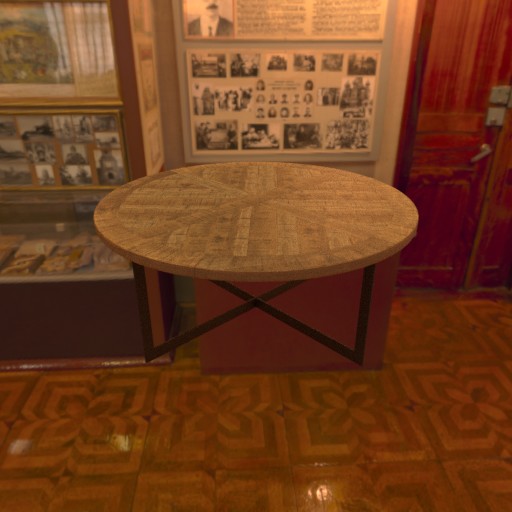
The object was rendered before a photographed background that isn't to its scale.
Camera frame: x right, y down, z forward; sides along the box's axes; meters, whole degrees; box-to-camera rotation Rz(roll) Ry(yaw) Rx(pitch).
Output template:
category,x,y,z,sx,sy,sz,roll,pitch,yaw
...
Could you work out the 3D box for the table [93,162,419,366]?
category,x,y,z,sx,sy,sz,roll,pitch,yaw
table,0.000,0.000,1.925,1.264,0.516,1.264,0,26,0
